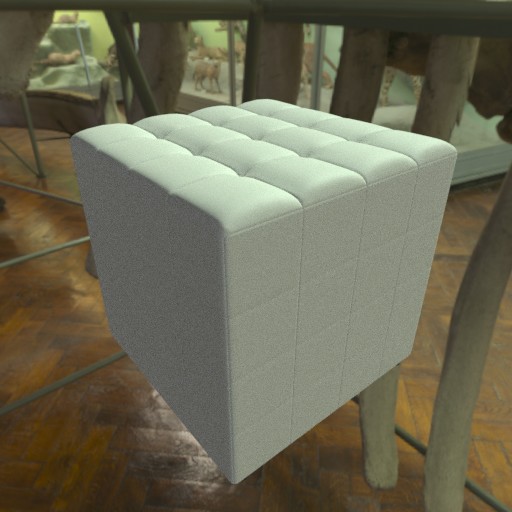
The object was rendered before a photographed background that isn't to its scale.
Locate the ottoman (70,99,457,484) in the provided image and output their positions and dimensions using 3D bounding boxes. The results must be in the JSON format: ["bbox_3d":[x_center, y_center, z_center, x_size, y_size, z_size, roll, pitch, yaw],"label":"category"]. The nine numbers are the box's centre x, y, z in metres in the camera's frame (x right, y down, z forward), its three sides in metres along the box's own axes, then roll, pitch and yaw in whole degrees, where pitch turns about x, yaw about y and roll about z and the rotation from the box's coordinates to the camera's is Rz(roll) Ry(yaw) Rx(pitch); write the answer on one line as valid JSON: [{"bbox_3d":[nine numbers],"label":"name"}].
[{"bbox_3d":[0.000,0.000,0.773,0.425,0.432,0.425,-22,37,-33],"label":"ottoman"}]
